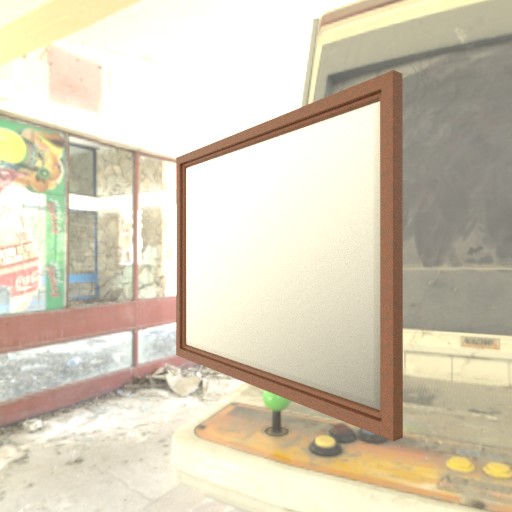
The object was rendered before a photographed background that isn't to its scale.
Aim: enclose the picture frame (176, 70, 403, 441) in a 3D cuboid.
[{"bbox_3d":[0.000,0.000,1.761,0.045,1.018,1.329,0,0,-36],"label":"picture frame"}]
